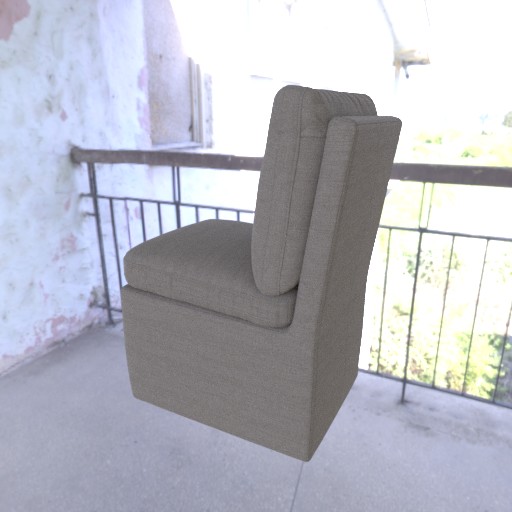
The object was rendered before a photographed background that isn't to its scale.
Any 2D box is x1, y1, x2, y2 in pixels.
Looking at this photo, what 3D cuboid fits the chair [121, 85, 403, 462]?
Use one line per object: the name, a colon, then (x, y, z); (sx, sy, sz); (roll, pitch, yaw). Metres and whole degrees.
chair: (0.000, 0.000, 1.327); (0.698, 0.927, 0.503); (9, 20, 27)
